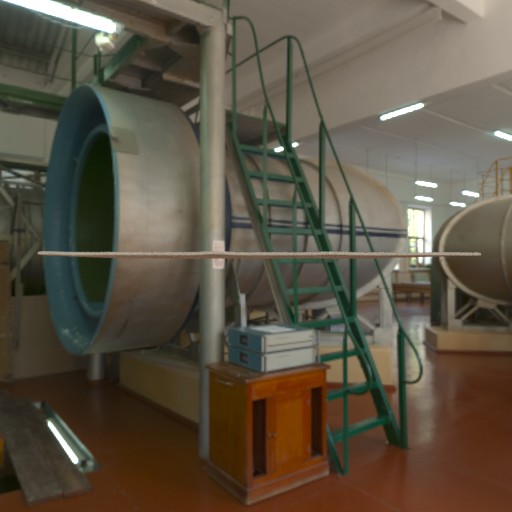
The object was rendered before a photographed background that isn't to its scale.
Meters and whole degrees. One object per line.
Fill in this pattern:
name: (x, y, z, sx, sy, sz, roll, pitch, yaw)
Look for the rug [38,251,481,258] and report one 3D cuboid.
rug: (0.000, 0.000, 0.908, 0.639, 0.006, 0.548, 0, -1, -2)
